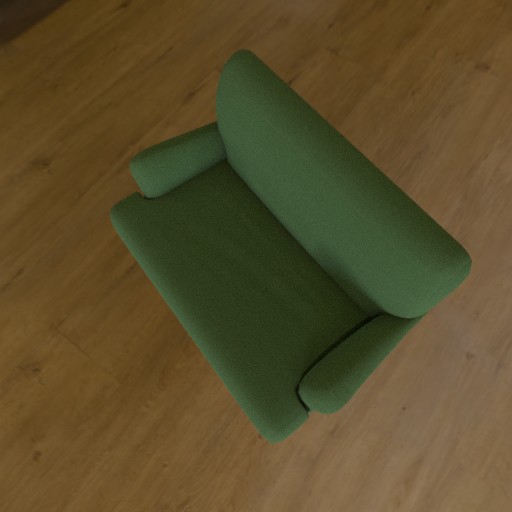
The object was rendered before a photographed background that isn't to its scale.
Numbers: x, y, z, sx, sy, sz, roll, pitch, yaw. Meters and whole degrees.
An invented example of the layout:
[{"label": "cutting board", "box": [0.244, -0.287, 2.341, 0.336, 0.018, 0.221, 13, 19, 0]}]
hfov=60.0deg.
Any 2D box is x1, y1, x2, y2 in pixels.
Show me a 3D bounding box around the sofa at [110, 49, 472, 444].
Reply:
[{"label": "sofa", "box": [0.000, 0.000, 1.800, 0.779, 0.889, 1.297, -34, 69, -15]}]
